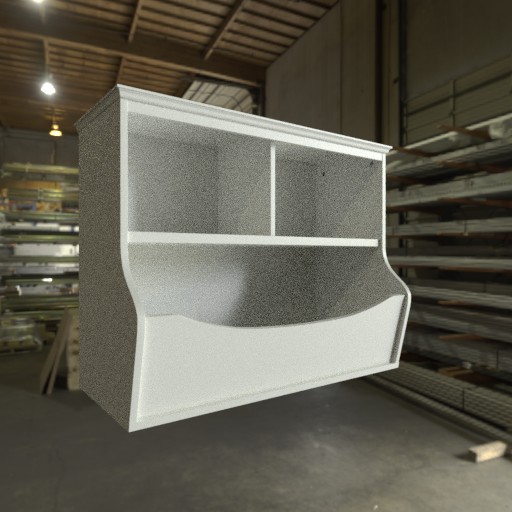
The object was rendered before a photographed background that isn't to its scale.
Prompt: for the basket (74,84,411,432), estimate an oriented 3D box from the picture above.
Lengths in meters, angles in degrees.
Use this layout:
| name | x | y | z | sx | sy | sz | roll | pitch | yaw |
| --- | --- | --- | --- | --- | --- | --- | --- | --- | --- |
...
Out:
| name | x | y | z | sx | sy | sz | roll | pitch | yaw |
| --- | --- | --- | --- | --- | --- | --- | --- | --- | --- |
| basket | 0.000 | 0.000 | 1.131 | 0.792 | 0.625 | 0.376 | 0 | 0 | -36 |
